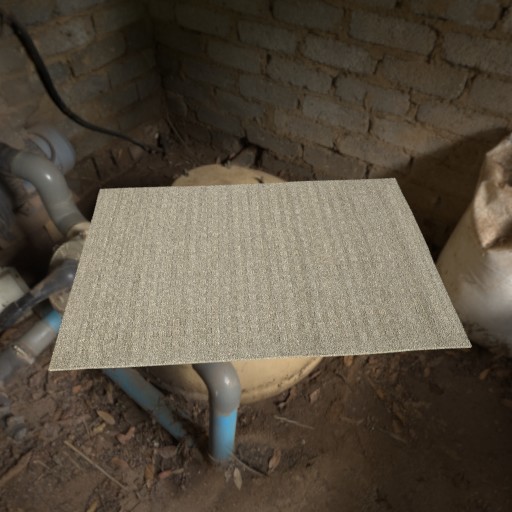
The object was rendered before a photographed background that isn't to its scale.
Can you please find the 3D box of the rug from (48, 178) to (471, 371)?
[{"bbox_3d":[0.000,0.000,2.911,2.297,0.018,1.532,-3,47,-2],"label":"rug"}]
